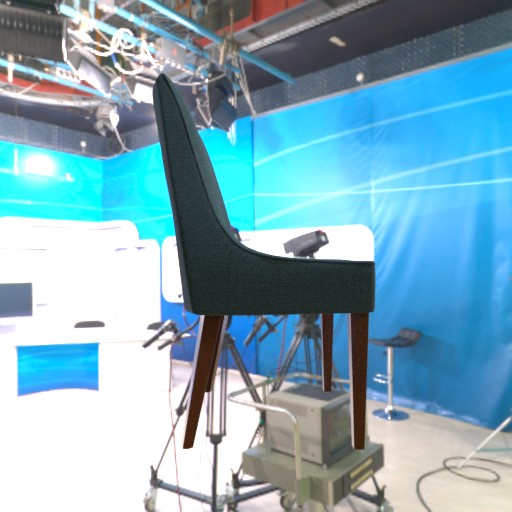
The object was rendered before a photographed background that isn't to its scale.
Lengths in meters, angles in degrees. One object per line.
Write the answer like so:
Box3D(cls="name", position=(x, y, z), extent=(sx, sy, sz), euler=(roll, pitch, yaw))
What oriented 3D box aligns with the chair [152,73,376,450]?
Box3D(cls="chair", position=(0.000, 0.000, 1.202), extent=(0.544, 0.861, 0.529), euler=(0, -1, 0))
